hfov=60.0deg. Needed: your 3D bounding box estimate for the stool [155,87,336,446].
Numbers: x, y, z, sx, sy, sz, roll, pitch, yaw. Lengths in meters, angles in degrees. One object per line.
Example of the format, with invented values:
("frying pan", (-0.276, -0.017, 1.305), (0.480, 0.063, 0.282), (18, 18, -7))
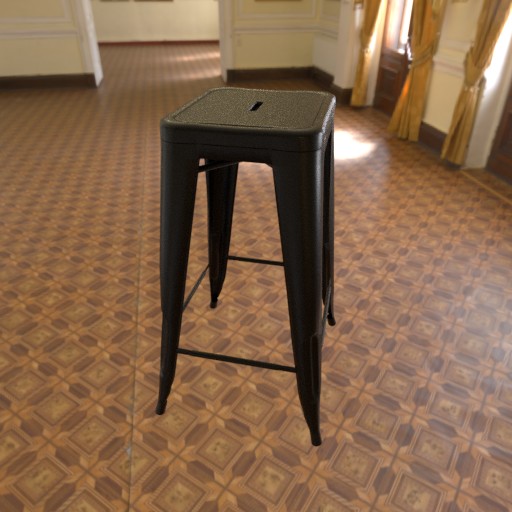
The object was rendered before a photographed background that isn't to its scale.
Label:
("stool", (0.000, 0.000, 0.918), (0.423, 0.609, 0.455), (1, 32, 1))
